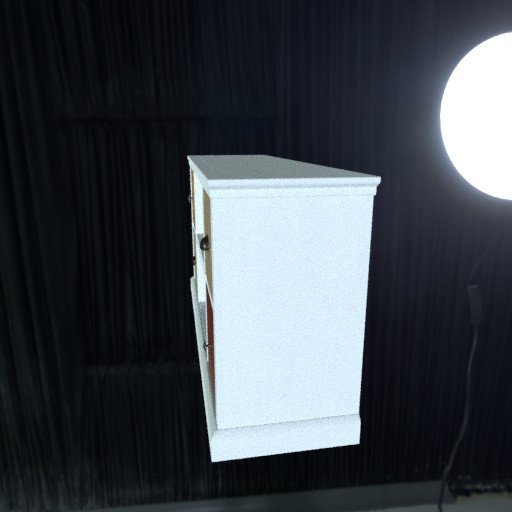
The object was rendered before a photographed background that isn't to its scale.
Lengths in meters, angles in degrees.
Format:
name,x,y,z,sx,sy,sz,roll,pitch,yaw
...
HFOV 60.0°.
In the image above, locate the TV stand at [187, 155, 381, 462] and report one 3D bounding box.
name,x,y,z,sx,sy,sz,roll,pitch,yaw
TV stand,0.000,0.000,1.503,0.424,0.624,1.187,-3,15,-10
